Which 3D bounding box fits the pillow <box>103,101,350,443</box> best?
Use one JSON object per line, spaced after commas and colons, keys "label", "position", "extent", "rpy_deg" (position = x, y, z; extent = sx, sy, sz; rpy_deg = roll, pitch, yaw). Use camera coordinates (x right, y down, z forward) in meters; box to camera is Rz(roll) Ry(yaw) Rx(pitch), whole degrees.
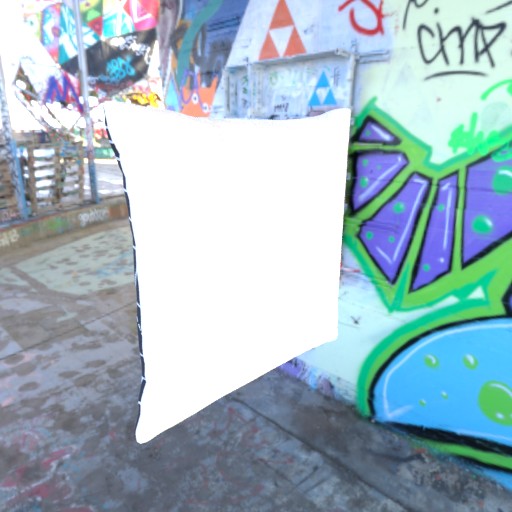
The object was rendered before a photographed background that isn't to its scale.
{"label": "pillow", "position": [0.000, 0.000, 0.785], "extent": [0.517, 0.508, 0.158], "rpy_deg": [-16, 23, -42]}
